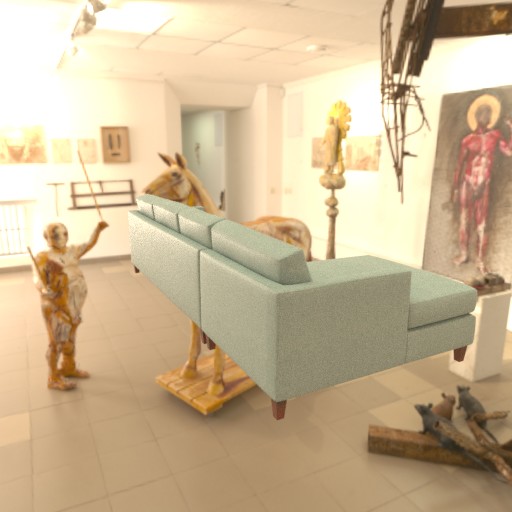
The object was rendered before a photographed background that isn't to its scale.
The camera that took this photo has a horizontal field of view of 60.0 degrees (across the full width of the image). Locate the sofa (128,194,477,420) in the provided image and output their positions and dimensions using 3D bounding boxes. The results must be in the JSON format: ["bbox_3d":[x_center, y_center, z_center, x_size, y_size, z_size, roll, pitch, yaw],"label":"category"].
[{"bbox_3d":[0.000,0.000,4.089,1.600,0.953,3.470,-7,15,-27],"label":"sofa"}]
